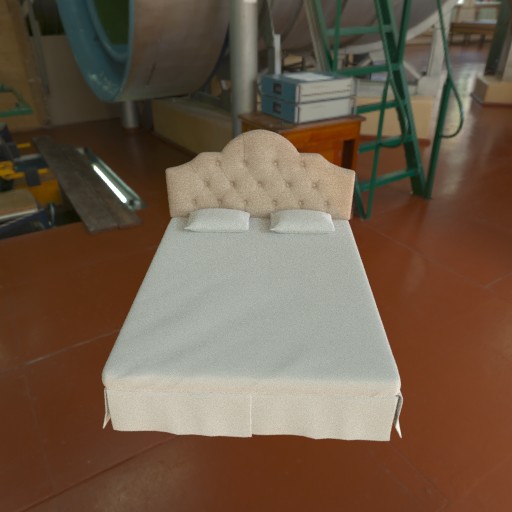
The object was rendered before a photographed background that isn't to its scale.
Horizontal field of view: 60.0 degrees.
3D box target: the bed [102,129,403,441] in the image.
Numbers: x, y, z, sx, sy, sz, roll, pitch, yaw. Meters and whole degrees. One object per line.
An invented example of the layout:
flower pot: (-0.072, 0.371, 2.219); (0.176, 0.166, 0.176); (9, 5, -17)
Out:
bed: (0.000, 0.000, 2.993); (1.667, 1.194, 1.970); (1, 31, 2)
